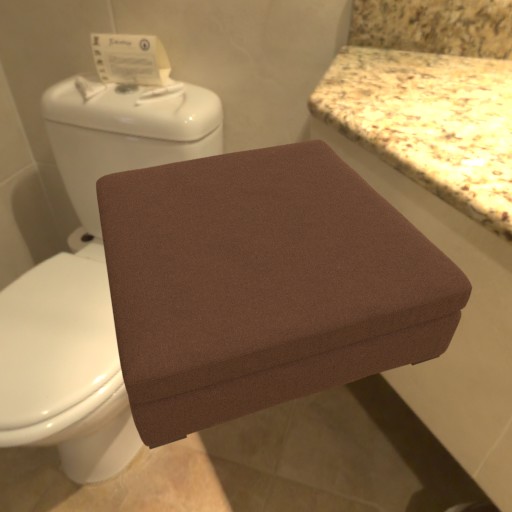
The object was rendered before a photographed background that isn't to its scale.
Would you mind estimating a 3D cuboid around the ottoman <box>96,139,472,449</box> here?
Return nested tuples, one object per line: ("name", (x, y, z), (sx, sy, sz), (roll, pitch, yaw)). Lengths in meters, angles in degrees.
("ottoman", (0.000, 0.000, 1.853), (1.181, 0.470, 1.181), (-13, 41, -15))
